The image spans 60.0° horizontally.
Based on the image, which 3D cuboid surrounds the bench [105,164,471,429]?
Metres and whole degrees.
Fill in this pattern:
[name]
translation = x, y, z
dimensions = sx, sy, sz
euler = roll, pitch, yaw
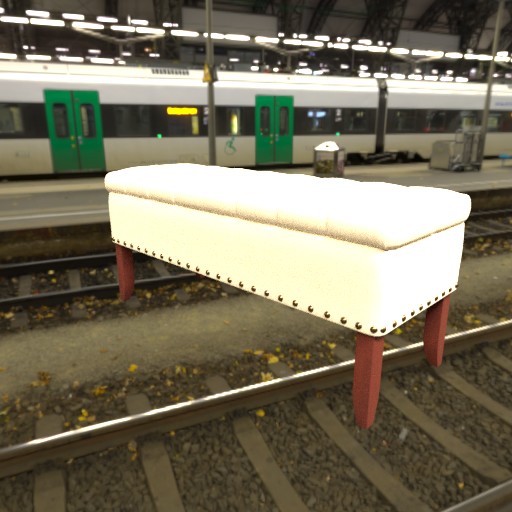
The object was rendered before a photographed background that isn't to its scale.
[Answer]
[bench]
translation = 0.000, 0.000, 1.312
dimensions = 1.054, 0.470, 0.400
euler = 16, 23, 42
